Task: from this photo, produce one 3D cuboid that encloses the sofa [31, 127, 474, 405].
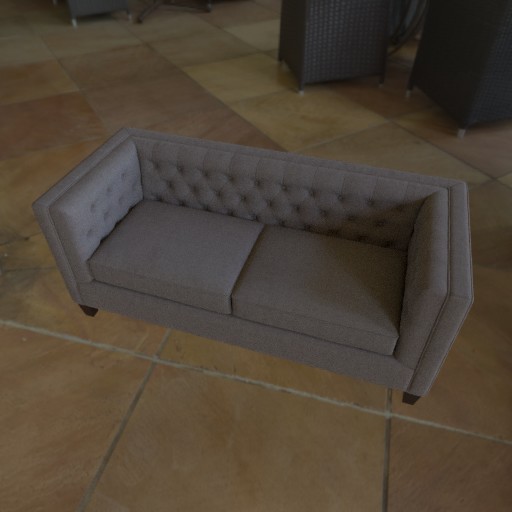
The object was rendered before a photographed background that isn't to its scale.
[{"bbox_3d":[0.000,0.000,2.201,1.778,0.762,0.775,12,44,13],"label":"sofa"}]
